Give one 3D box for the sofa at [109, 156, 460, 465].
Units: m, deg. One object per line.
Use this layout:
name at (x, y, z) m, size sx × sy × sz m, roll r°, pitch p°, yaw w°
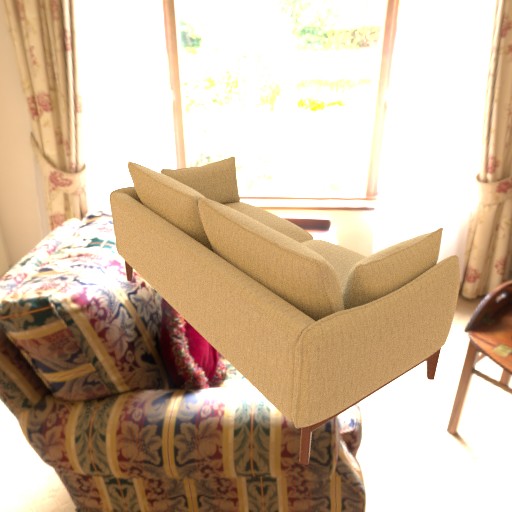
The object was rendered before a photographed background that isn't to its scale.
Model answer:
sofa at (0.000, 0.000, 2.512) m, size 0.991 × 0.860 × 1.989 m, roll -17°, pitch 31°, yaw -32°
